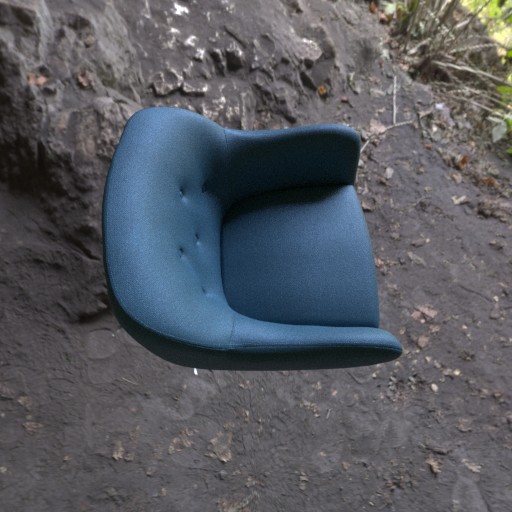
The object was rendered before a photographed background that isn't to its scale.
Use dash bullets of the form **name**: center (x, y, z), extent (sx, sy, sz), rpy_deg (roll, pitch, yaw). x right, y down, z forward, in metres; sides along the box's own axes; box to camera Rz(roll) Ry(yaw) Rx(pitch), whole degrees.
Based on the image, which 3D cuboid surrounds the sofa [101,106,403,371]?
- **sofa**: center (0.000, 0.000, 1.552), extent (0.825, 0.817, 0.836), rpy_deg (-3, 64, -1)
